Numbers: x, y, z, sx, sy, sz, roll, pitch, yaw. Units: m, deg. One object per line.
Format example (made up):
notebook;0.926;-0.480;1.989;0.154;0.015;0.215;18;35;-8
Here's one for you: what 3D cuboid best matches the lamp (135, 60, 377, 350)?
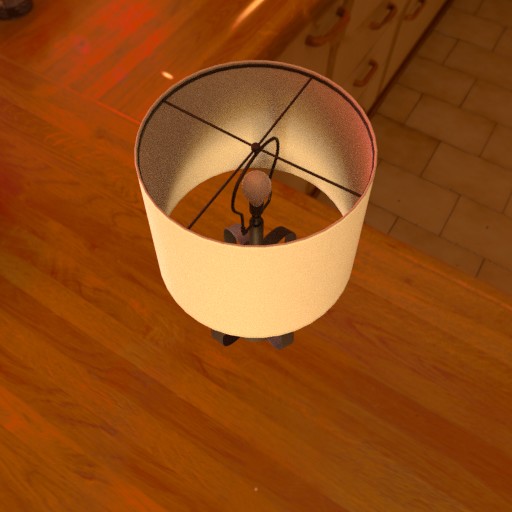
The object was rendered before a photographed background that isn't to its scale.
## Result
lamp;0.000;0.000;0.687;0.286;0.510;0.286;0;62;0
